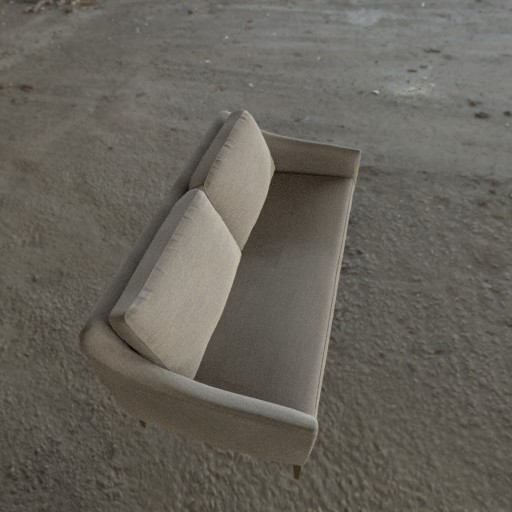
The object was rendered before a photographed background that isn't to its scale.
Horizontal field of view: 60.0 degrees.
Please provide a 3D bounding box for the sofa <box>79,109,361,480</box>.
[{"bbox_3d":[0.000,0.000,2.523,0.980,0.913,2.036,10,46,10],"label":"sofa"}]
